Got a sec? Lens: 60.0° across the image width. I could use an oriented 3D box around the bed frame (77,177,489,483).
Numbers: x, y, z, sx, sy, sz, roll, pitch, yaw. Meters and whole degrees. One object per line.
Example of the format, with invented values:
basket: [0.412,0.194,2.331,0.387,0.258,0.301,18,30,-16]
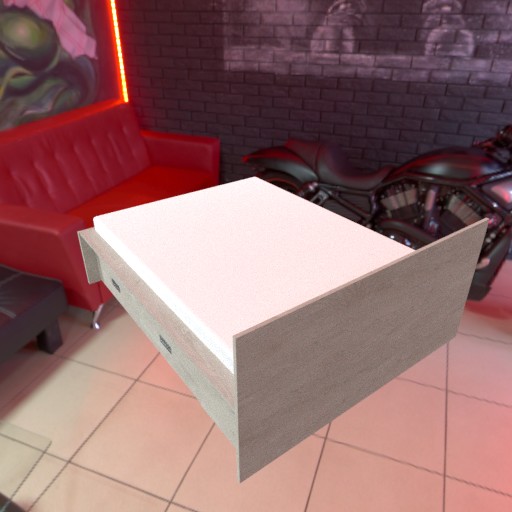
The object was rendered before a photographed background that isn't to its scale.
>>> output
bed frame: [0.000,0.000,2.806,1.622,0.800,1.960,-20,35,-31]
